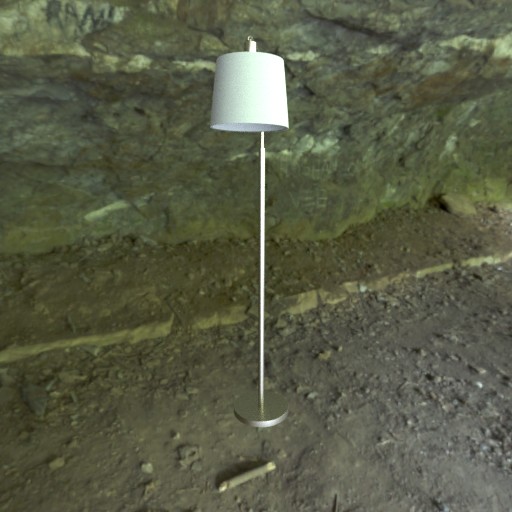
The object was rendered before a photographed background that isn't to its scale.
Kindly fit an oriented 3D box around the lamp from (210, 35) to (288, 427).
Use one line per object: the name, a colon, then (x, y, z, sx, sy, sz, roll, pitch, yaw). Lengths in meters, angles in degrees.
lamp: (0.000, 0.000, 1.673, 0.254, 1.478, 0.508, 2, 14, 9)
